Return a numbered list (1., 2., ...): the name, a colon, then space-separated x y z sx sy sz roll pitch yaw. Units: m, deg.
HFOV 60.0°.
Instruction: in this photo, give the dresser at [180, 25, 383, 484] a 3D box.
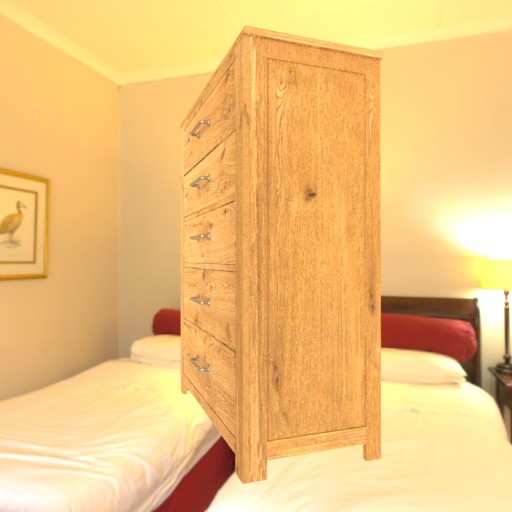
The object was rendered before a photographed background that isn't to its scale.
1. dresser: 0.000 0.000 1.961 0.558 1.431 1.081 0 0 -20
